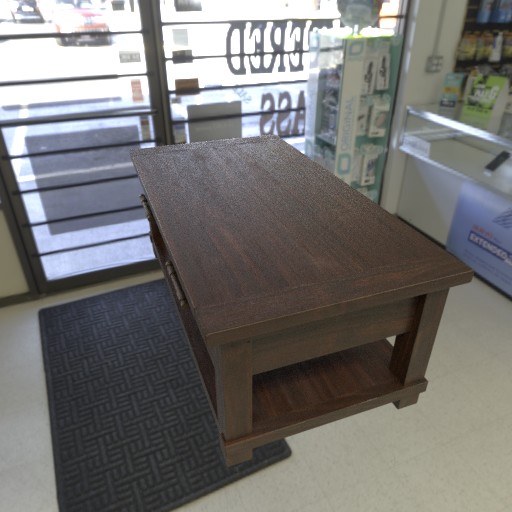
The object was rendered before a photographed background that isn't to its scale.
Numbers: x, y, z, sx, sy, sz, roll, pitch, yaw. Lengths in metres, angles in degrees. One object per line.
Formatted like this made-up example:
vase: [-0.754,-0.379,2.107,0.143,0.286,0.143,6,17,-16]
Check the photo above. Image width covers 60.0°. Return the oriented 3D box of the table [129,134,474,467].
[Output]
table: [0.000,0.000,1.619,0.700,0.494,1.270,-11,33,-17]
